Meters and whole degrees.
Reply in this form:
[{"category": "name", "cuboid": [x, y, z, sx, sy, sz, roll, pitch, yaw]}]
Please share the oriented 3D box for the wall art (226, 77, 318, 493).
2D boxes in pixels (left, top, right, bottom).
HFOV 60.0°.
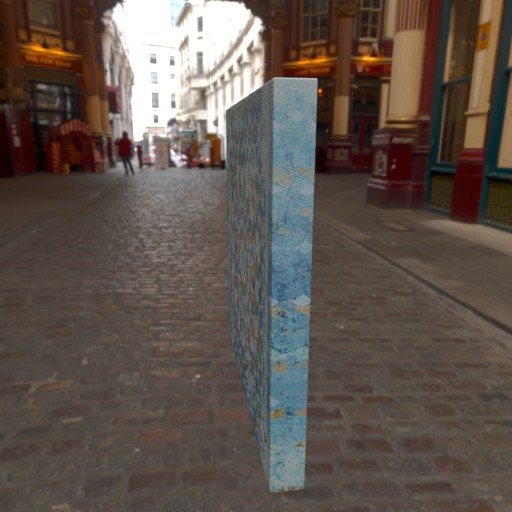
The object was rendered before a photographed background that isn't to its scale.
[{"category": "wall art", "cuboid": [0.000, 0.000, 0.606, 0.037, 0.405, 0.405, -2, 15, -9]}]
